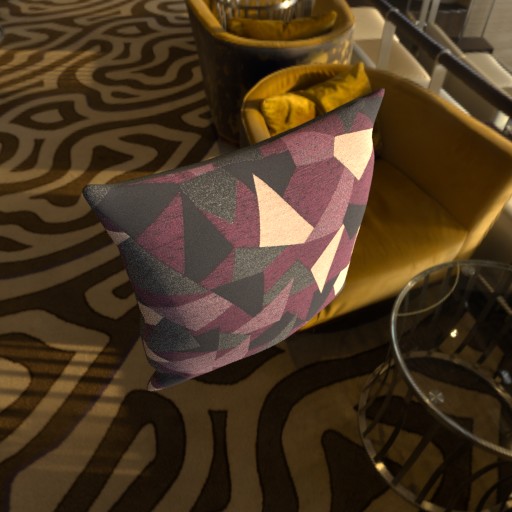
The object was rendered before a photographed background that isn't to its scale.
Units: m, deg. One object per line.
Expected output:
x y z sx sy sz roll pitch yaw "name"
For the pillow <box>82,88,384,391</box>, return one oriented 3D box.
0.000 0.000 0.784 0.503 0.496 0.208 -25 52 -22 "pillow"
